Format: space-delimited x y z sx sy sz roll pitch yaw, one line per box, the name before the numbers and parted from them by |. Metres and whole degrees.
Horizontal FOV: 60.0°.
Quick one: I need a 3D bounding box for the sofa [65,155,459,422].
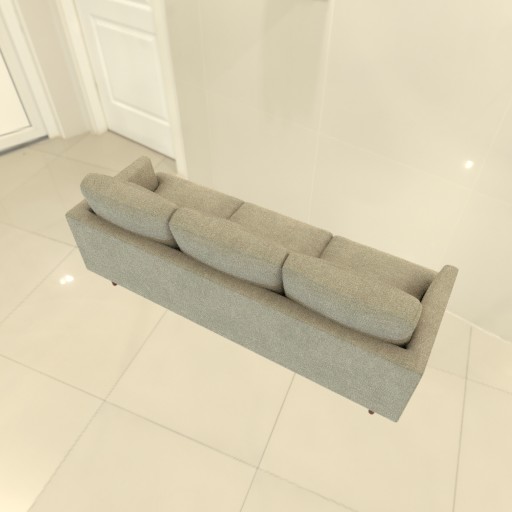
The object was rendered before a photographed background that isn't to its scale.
sofa | 0.000 0.000 2.765 2.246 0.930 0.903 22 50 20
